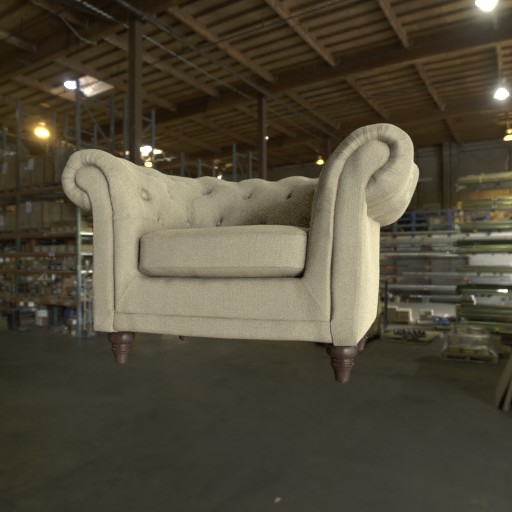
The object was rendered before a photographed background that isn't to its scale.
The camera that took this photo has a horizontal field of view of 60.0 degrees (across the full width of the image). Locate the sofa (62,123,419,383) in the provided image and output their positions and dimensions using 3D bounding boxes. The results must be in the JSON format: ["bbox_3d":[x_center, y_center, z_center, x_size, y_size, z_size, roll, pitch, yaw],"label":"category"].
[{"bbox_3d":[0.000,0.000,2.041,1.405,0.878,1.034,0,-1,18],"label":"sofa"}]
